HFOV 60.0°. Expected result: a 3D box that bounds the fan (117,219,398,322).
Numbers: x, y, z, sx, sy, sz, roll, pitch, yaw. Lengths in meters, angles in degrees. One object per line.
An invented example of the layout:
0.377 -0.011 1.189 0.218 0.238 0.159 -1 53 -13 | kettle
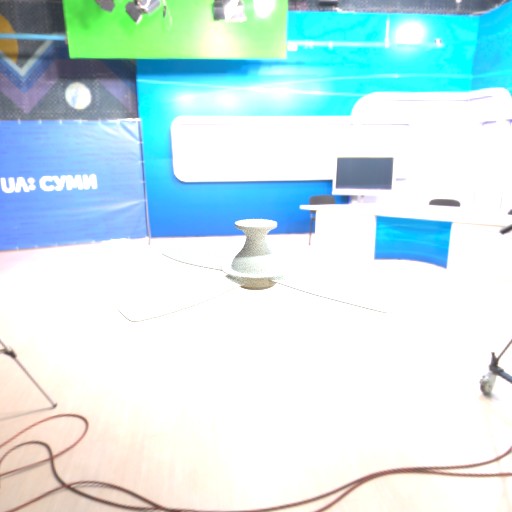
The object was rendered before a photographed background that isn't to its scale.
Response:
0.000 0.000 2.509 1.693 0.382 1.694 14 20 42 | fan
